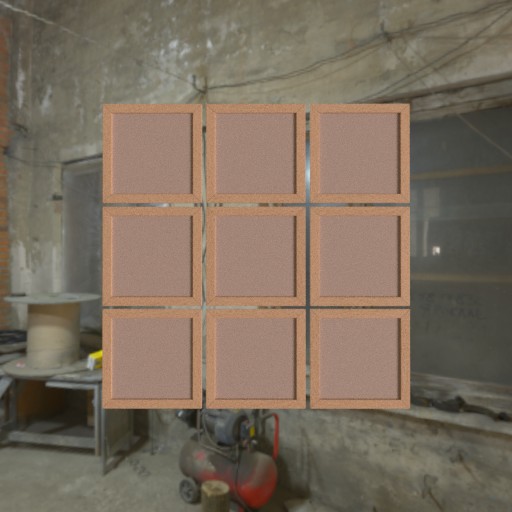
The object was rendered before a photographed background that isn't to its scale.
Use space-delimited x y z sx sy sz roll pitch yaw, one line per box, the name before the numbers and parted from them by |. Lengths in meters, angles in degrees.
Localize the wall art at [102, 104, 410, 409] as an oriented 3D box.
wall art | 0.000 0.000 2.198 1.519 1.507 0.014 0 0 0
